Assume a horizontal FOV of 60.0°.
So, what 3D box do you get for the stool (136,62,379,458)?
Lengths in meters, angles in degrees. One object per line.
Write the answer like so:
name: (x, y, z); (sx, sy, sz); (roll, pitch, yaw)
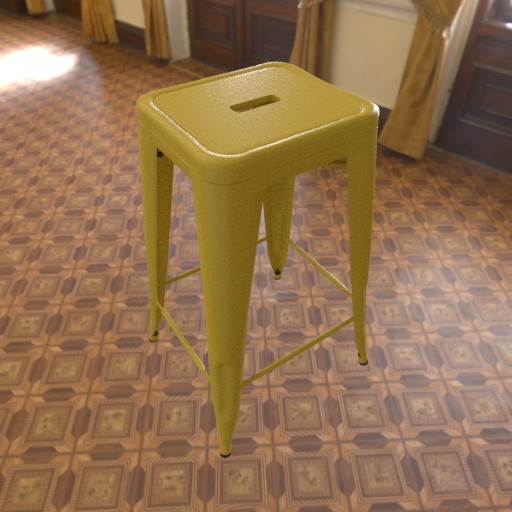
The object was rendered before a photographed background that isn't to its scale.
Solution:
stool: (0.000, 0.000, 0.850); (0.399, 0.609, 0.359); (-25, 48, -25)
